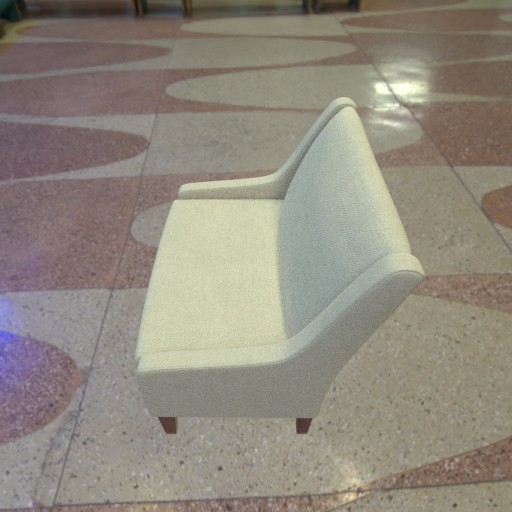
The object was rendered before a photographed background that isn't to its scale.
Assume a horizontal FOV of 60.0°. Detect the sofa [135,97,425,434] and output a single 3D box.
[{"bbox_3d":[0.000,0.000,1.977,0.946,0.976,1.212,0,42,0],"label":"sofa"}]
